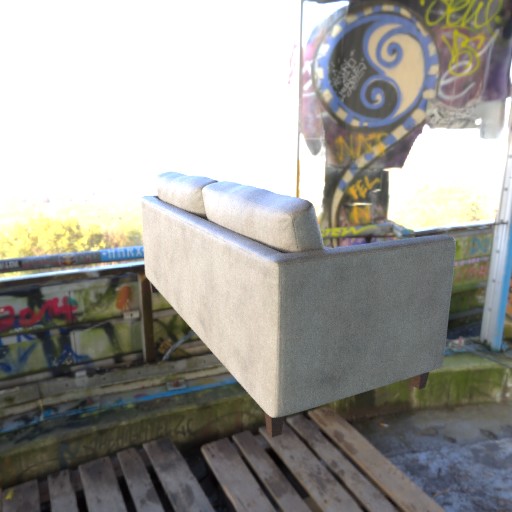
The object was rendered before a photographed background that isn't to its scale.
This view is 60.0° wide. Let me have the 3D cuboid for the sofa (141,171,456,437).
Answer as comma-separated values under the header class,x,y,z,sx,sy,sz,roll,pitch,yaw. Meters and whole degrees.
class,x,y,z,sx,sy,sz,roll,pitch,yaw
sofa,0.000,0.000,2.754,0.951,0.965,2.208,-7,16,-26
